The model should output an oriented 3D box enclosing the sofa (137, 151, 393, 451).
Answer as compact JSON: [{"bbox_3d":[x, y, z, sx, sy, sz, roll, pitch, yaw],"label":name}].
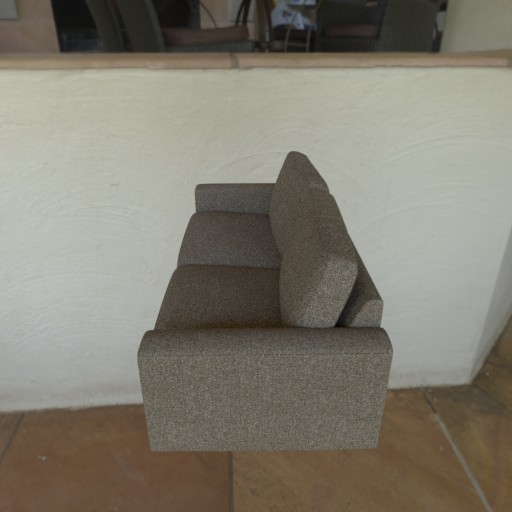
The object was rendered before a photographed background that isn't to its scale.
[{"bbox_3d":[0.000,0.000,2.696,1.016,0.873,2.179,0,26,-1],"label":"sofa"}]
